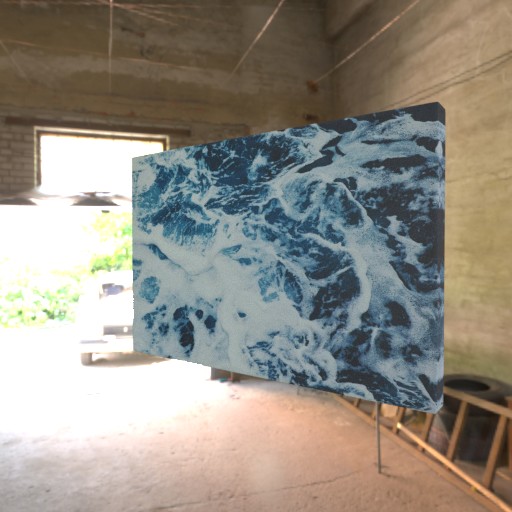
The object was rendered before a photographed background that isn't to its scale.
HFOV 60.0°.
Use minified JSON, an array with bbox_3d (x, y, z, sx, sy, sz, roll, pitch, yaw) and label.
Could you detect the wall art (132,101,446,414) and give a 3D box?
[{"bbox_3d":[0.000,0.000,0.768,0.609,0.407,0.043,1,1,36],"label":"wall art"}]
